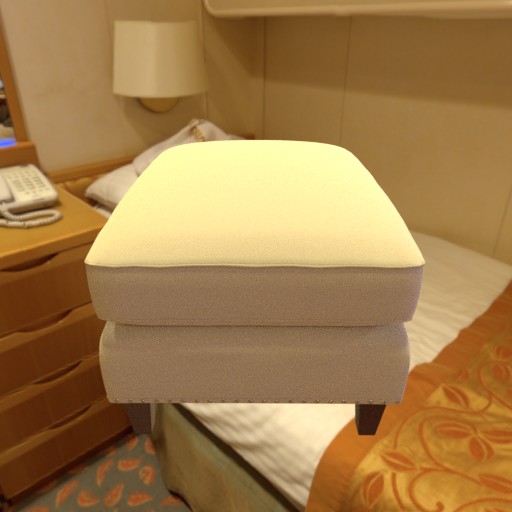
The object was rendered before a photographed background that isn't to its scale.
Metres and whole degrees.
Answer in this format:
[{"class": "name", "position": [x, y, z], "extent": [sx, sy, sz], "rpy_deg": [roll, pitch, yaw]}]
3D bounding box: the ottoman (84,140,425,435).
[{"class": "ottoman", "position": [0.000, 0.000, 1.126], "extent": [0.584, 0.513, 0.741], "rpy_deg": [0, 28, 0]}]
